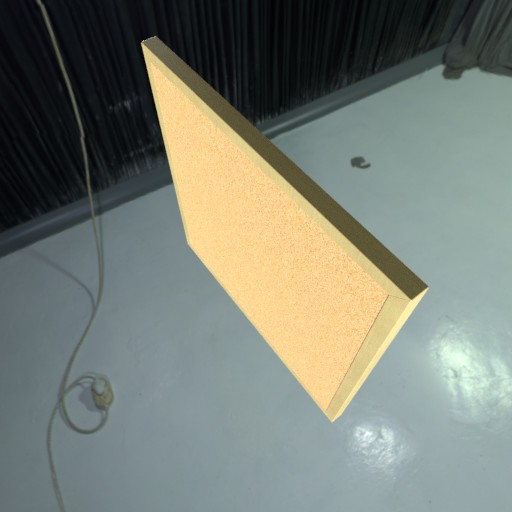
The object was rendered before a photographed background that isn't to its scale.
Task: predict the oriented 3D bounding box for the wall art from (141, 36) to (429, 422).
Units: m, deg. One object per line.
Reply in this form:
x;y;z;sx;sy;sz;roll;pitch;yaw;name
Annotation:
0.000;0.000;1.102;0.037;0.763;0.763;-32;63;-19;wall art
